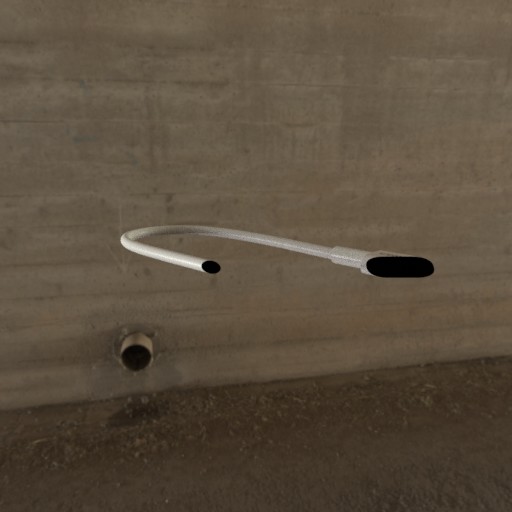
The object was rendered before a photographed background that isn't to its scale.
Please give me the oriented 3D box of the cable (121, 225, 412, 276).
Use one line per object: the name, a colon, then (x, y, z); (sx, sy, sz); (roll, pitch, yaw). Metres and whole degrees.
cable: (0.000, 0.000, 0.110); (0.098, 0.005, 0.041); (13, 19, 43)
